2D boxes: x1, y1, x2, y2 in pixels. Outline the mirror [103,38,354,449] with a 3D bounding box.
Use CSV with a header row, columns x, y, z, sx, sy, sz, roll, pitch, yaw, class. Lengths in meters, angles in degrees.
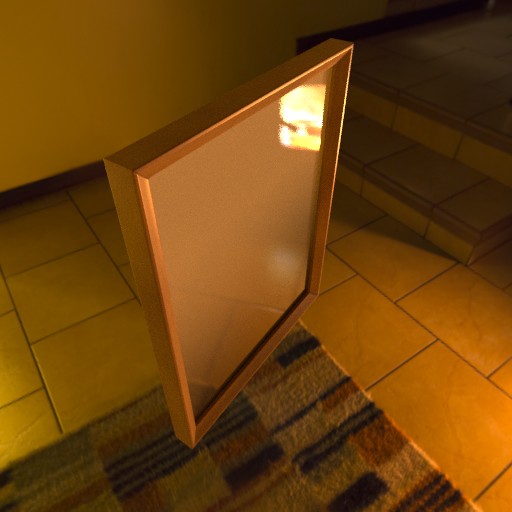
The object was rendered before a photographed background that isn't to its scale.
x,y,z,sx,sy,sz,roll,pitch,yaw,class
0.000,0.000,0.663,0.041,0.509,0.406,26,48,25,mirror
